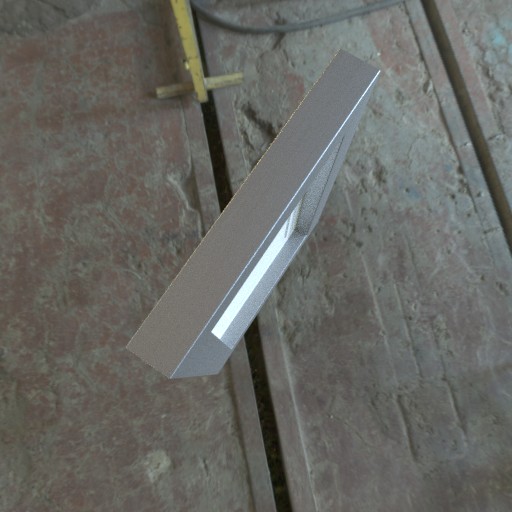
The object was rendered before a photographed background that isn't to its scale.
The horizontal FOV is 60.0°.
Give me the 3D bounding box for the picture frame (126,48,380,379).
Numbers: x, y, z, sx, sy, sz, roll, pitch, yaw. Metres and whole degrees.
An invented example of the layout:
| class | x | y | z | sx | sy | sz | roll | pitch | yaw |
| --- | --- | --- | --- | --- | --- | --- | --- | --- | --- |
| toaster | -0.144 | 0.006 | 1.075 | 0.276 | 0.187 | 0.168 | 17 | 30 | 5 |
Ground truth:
| class | x | y | z | sx | sy | sz | roll | pitch | yaw |
| --- | --- | --- | --- | --- | --- | --- | --- | --- | --- |
| picture frame | 0.000 | 0.000 | 0.281 | 0.028 | 0.208 | 0.157 | 33 | 78 | 8 |
